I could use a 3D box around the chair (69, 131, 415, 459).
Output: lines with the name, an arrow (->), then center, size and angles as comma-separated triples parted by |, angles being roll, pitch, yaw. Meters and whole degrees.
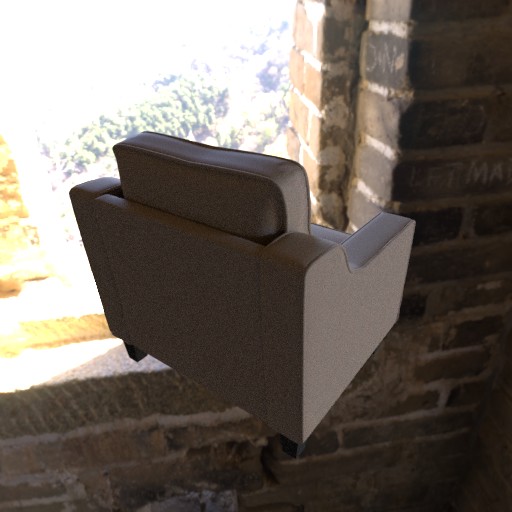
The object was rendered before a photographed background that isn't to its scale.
chair -> 0.000, 0.000, 1.687 | 0.922, 0.948, 0.882 | 19, 34, 31
